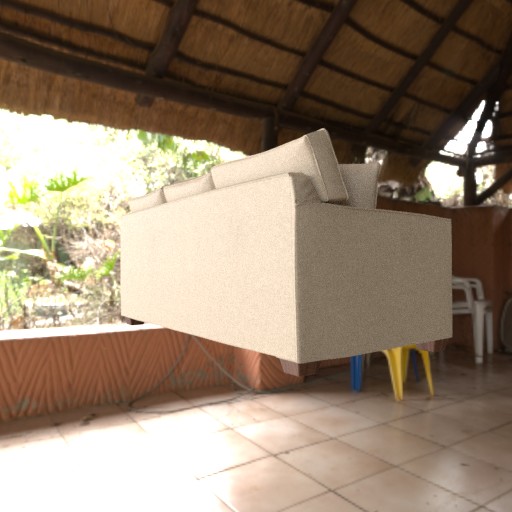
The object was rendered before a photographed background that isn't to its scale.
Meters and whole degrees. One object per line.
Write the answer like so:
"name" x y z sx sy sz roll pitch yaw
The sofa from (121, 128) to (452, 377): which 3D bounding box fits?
"sofa" 0.000 0.000 2.673 1.034 0.946 1.962 1 -2 -35
